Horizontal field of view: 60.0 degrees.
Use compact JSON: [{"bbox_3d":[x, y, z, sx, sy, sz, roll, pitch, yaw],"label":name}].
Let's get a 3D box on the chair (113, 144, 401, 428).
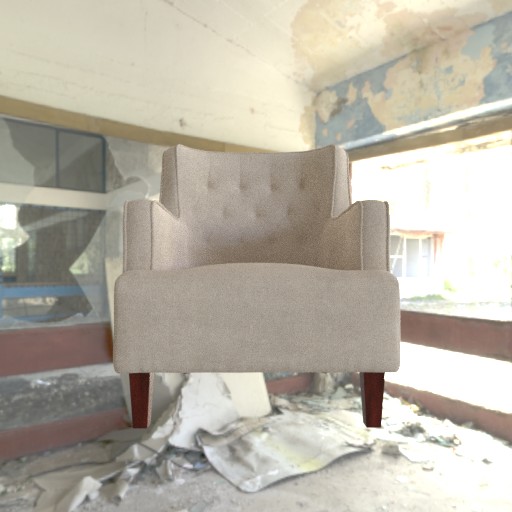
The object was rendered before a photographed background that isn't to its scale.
[{"bbox_3d":[0.000,0.000,1.569,0.781,0.920,0.910,0,-1,0],"label":"chair"}]
